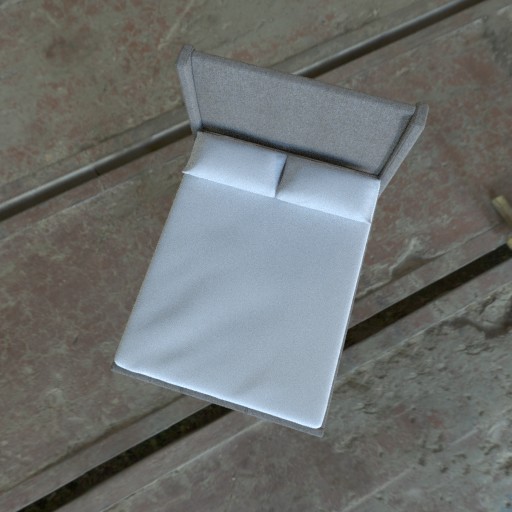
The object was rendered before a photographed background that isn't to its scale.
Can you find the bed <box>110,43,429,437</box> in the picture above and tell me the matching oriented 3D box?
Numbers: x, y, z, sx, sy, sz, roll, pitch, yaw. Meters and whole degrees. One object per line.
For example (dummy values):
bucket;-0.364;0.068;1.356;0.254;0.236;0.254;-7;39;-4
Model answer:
bed;0.000;0.000;3.370;1.714;1.481;2.245;16;74;5
